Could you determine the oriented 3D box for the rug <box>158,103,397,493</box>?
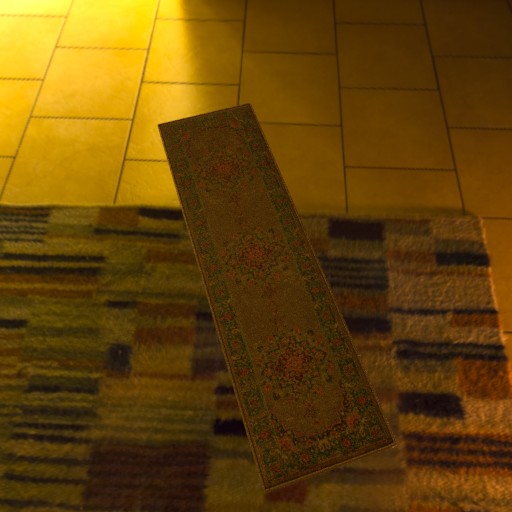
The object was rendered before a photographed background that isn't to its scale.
[{"bbox_3d":[0.000,0.000,2.522,0.659,0.019,2.297,-16,64,-8],"label":"rug"}]
